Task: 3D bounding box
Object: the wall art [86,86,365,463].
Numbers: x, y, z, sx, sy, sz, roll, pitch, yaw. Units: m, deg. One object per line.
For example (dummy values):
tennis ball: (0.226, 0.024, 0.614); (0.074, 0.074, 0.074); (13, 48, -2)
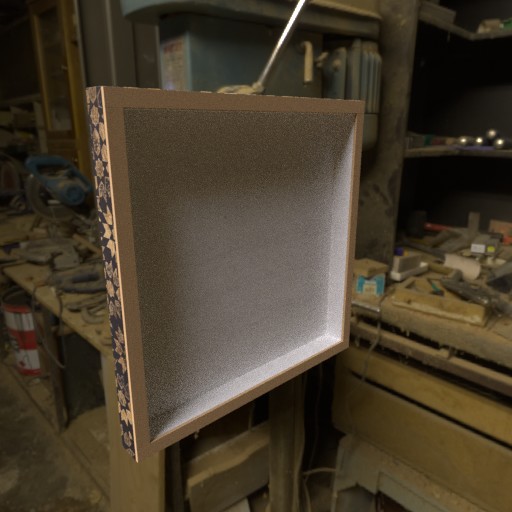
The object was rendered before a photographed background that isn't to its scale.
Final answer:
wall art: (0.000, 0.000, 0.595); (0.405, 0.405, 0.038); (-15, 22, -41)
